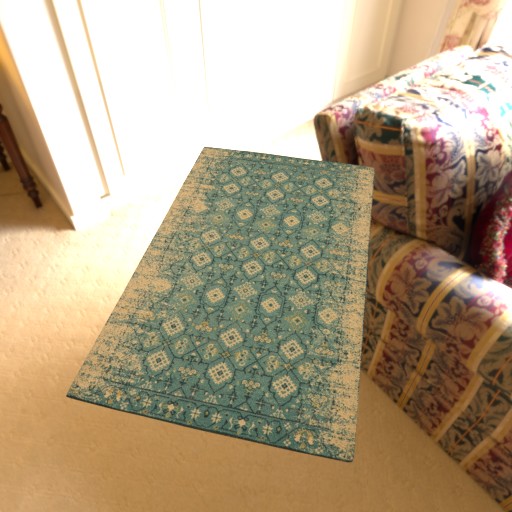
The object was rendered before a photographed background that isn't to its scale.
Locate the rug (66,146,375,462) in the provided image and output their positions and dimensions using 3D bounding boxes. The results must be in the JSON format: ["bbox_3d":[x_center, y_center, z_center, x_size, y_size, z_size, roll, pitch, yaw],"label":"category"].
[{"bbox_3d":[0.000,0.000,2.216,1.102,0.008,1.795,9,47,9],"label":"rug"}]
